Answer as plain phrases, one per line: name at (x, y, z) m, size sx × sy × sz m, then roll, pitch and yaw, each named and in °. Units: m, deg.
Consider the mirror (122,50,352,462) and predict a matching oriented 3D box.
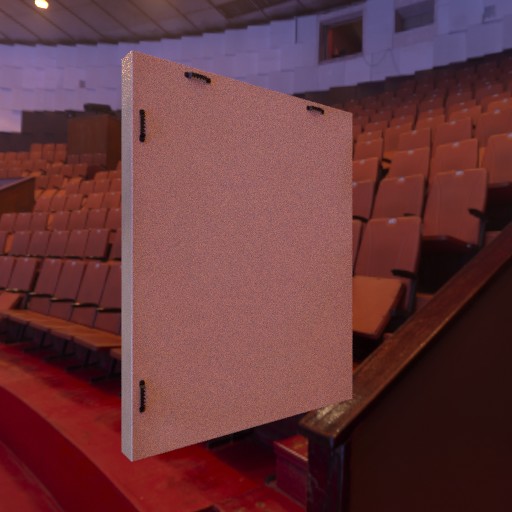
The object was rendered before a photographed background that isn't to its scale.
mirror at (0.000, 0.000, 0.681) m, size 0.406 × 0.509 × 0.041 m, roll 0°, pitch 0°, yaw -37°
